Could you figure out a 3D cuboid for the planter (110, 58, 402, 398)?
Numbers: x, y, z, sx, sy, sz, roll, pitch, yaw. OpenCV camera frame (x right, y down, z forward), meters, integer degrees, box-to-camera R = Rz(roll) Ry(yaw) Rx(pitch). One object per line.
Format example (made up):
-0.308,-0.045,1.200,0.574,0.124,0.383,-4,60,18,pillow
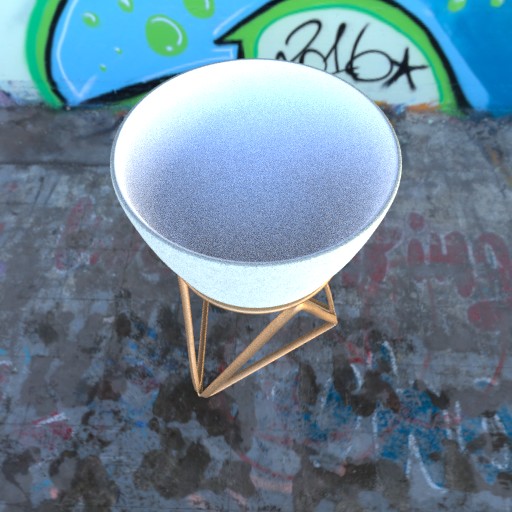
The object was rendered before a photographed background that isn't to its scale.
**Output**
0.000,0.000,0.750,0.350,0.504,0.350,1,58,0,planter
